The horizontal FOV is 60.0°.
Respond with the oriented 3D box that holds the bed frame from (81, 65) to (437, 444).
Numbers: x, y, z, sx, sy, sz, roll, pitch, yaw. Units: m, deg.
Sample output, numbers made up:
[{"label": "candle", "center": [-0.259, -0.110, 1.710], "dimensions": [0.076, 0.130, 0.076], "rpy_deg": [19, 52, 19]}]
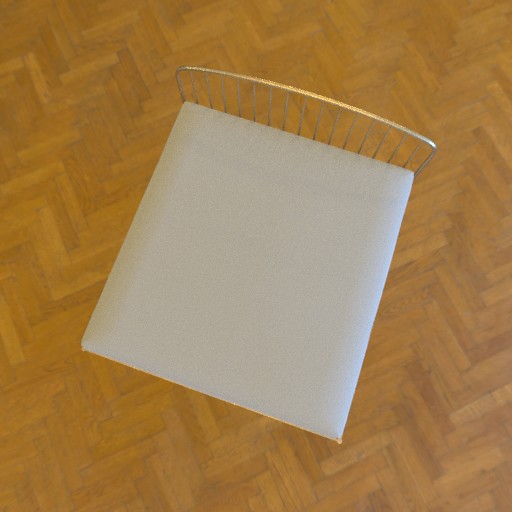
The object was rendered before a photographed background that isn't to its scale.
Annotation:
[{"label": "bed frame", "center": [0.000, 0.000, 3.339], "dimensions": [2.016, 1.174, 2.152], "rpy_deg": [18, 77, 4]}]
